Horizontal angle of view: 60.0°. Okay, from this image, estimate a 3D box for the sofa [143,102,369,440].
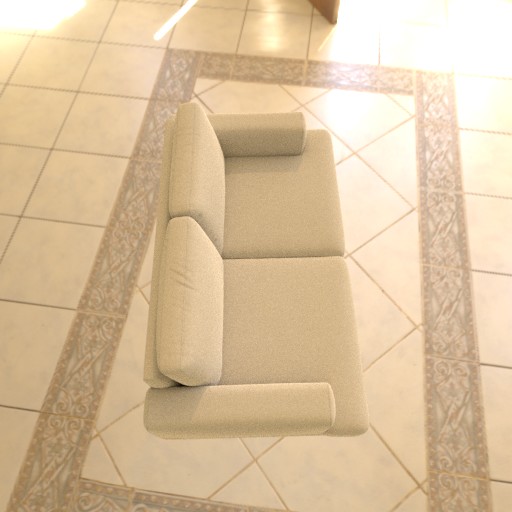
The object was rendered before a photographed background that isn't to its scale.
[{"bbox_3d":[0.000,0.000,2.171,0.915,0.810,1.651,-1,63,-1],"label":"sofa"}]
